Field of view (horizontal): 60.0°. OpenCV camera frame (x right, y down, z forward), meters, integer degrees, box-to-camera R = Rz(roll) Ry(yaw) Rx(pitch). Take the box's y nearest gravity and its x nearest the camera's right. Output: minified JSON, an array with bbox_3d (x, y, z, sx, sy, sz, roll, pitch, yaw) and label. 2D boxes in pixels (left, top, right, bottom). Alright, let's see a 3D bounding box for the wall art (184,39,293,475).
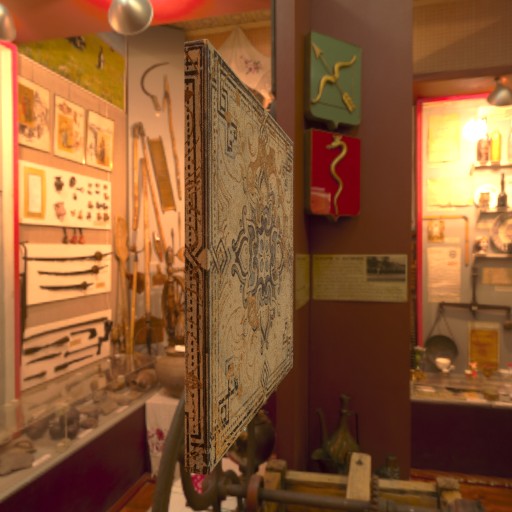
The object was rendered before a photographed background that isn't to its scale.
[{"bbox_3d":[0.000,0.000,0.911,0.036,0.607,0.609,0,1,16],"label":"wall art"}]
